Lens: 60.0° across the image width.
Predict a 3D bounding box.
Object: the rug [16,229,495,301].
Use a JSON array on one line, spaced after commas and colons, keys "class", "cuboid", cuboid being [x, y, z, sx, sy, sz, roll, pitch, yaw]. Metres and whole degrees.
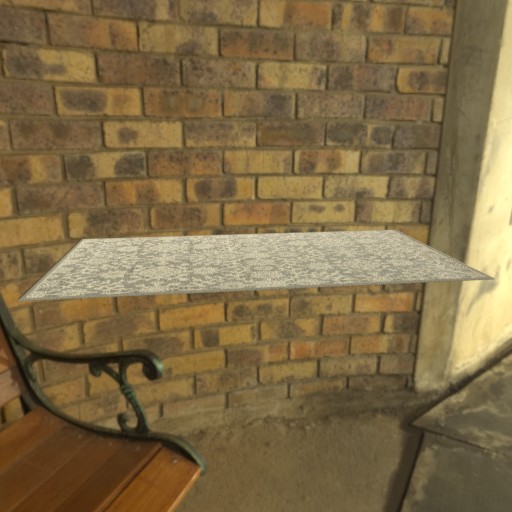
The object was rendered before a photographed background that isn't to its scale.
[{"class": "rug", "cuboid": [0.000, 0.000, 3.534, 3.048, 0.011, 1.546, -2, 16, -7]}]
